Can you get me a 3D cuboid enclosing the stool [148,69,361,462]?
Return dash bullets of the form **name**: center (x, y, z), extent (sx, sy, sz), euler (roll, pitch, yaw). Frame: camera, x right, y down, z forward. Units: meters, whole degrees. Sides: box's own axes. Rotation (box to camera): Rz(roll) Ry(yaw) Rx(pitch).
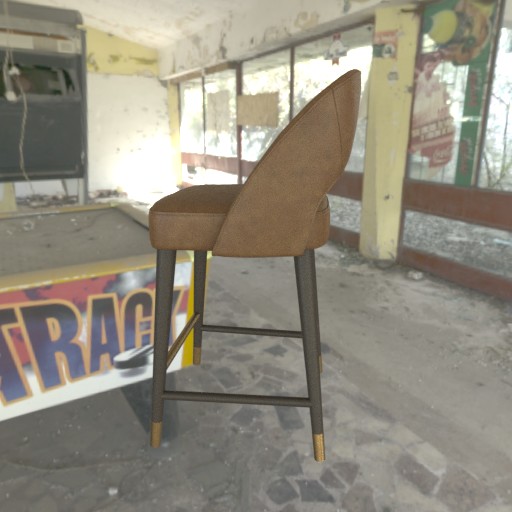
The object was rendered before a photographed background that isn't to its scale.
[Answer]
- **stool**: center (0.000, 0.000, 1.221), extent (0.509, 0.940, 0.494), euler (2, 16, 7)
